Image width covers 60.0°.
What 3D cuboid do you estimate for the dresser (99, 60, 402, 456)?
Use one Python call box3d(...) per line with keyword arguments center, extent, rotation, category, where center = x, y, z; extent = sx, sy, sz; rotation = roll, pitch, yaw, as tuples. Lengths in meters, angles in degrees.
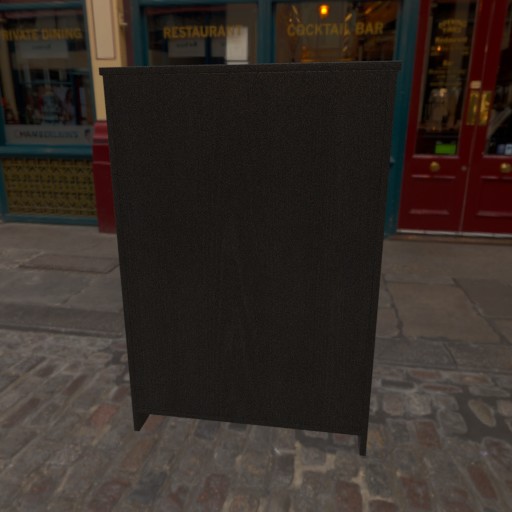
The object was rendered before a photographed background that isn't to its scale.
box3d(center=(0.000, 0.000, 1.336), extent=(0.700, 1.020, 0.398), rotation=(3, 16, 9), category="dresser")
